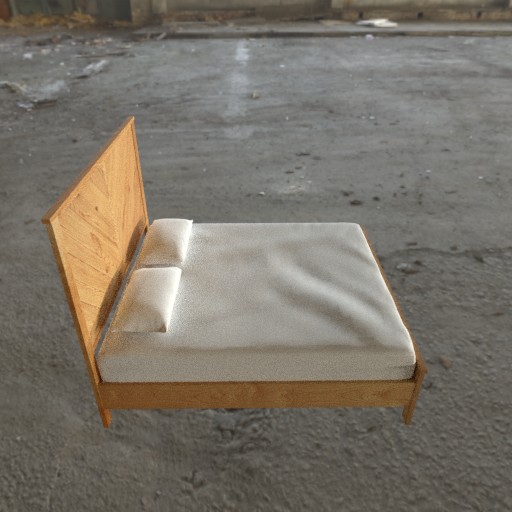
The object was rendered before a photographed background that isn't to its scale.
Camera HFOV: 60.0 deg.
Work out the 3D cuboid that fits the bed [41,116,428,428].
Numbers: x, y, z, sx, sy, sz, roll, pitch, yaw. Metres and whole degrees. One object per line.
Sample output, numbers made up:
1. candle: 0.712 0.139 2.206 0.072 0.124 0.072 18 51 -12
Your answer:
1. bed: 0.000 0.000 3.523 2.201 1.686 1.936 0 32 -1
